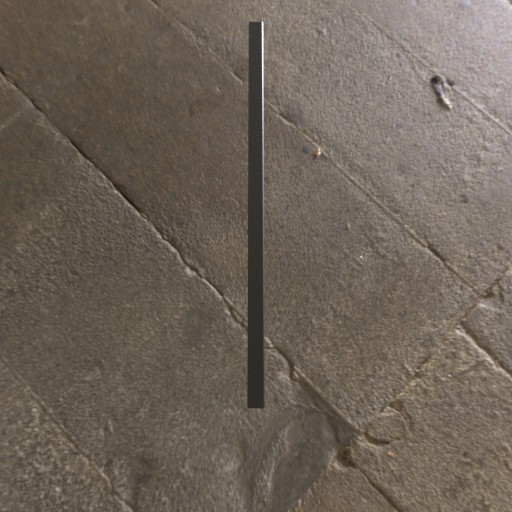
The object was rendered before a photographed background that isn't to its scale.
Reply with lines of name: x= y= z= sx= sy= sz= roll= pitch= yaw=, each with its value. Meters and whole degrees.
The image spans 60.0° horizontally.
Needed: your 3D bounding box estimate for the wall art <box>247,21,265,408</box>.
wall art: x=0.000 y=0.000 z=1.346 sx=0.030 sy=1.027 sz=0.774 roll=0 pitch=77 yaw=0
